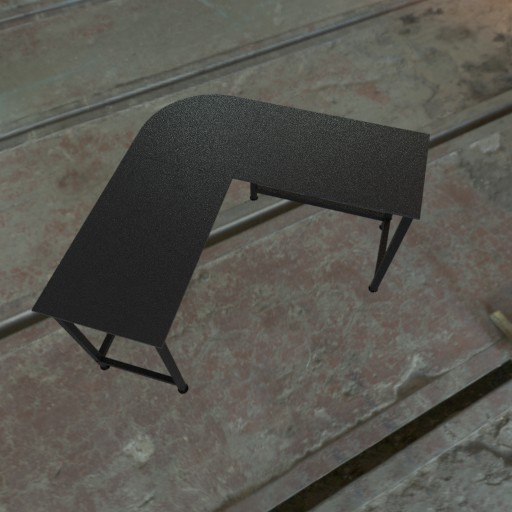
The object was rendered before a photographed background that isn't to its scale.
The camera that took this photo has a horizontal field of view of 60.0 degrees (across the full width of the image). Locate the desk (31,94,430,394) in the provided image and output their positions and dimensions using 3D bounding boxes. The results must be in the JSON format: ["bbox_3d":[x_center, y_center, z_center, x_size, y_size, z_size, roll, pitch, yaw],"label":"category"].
[{"bbox_3d":[0.000,0.000,2.282,1.400,0.762,1.400,14,60,8],"label":"desk"}]
